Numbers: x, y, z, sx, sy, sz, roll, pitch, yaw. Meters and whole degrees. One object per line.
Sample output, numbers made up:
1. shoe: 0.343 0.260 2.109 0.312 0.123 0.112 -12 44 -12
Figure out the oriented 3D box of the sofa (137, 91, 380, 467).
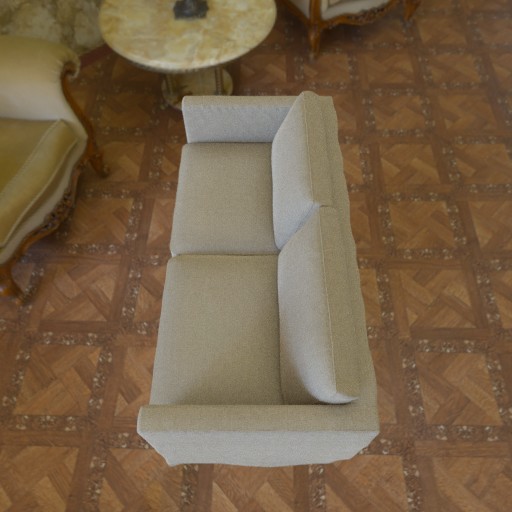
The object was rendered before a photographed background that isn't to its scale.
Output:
1. sofa: 0.000 0.000 2.416 0.956 0.847 1.987 0 57 0
